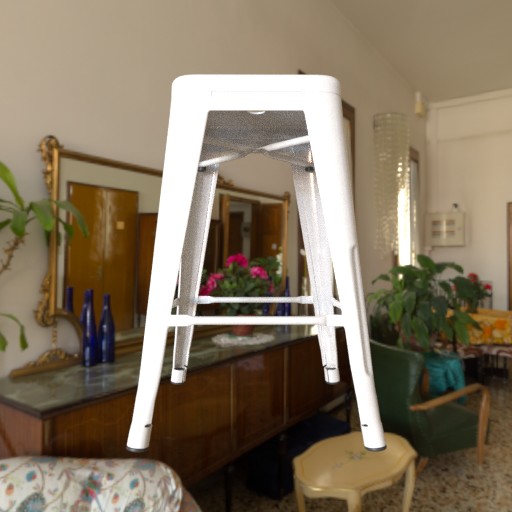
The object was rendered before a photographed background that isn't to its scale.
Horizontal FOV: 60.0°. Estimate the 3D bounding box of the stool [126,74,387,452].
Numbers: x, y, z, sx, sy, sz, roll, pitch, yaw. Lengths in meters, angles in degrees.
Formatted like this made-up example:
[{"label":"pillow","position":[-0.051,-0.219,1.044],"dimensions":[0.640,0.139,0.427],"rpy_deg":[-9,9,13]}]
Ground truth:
[{"label":"stool","position":[0.000,0.000,0.883],"dimensions":[0.406,0.610,0.406],"rpy_deg":[0,0,0]}]
